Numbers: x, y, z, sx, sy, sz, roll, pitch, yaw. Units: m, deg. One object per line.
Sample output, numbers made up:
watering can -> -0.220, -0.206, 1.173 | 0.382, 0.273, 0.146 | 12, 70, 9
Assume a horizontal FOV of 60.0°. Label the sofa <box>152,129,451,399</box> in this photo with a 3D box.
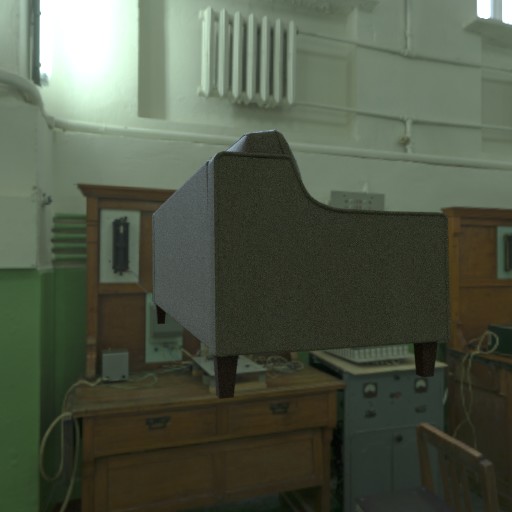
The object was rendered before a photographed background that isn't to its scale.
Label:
sofa -> 0.000, 0.000, 2.767 | 1.073, 1.074, 2.181 | 0, -1, -19
